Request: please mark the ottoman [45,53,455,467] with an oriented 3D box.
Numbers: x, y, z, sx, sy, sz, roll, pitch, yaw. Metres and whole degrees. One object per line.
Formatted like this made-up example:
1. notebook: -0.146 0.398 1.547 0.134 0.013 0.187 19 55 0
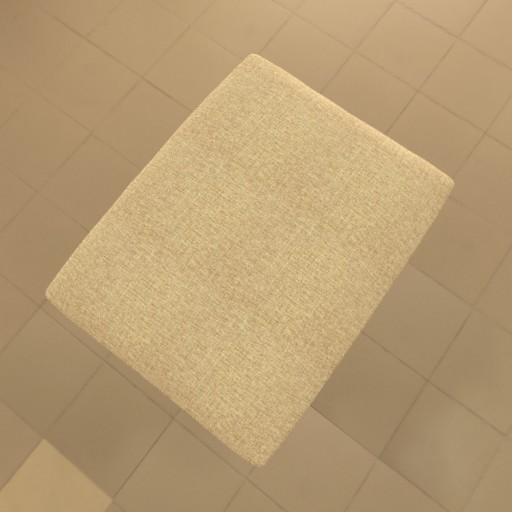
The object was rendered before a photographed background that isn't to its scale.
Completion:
1. ottoman: 0.000 0.000 1.117 0.584 0.513 0.741 36 79 8
